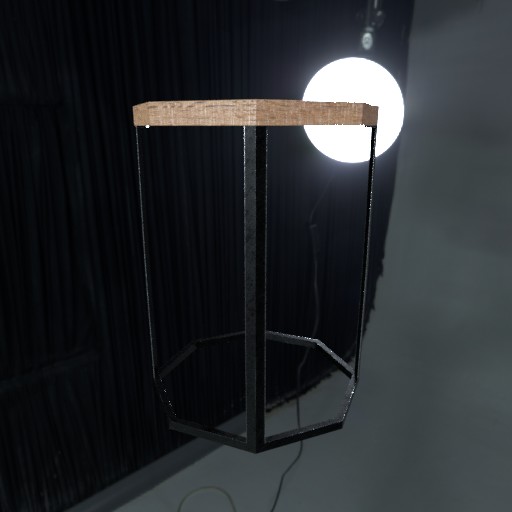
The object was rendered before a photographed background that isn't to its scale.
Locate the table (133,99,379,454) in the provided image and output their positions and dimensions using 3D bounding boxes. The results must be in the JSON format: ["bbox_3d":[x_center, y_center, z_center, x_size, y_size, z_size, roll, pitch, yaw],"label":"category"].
[{"bbox_3d":[0.000,0.000,0.864,0.437,0.553,0.437,-16,23,-43],"label":"table"}]
